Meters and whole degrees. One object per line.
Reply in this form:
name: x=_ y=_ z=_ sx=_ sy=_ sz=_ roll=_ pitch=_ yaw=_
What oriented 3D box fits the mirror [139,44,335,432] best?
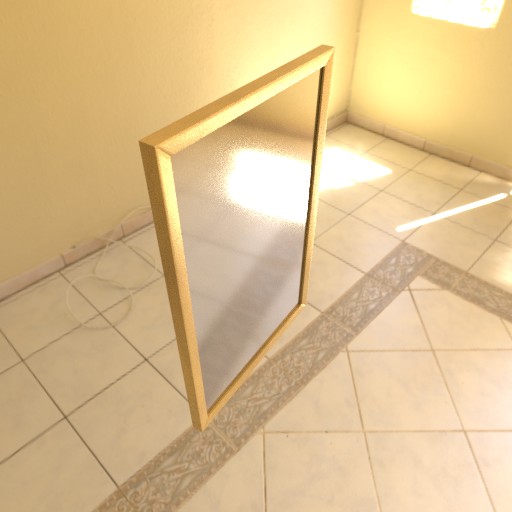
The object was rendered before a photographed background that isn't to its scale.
mirror: x=0.000 y=0.000 z=1.185 sx=0.040 sy=0.915 sz=0.609 roll=25 pitch=47 yaw=25
